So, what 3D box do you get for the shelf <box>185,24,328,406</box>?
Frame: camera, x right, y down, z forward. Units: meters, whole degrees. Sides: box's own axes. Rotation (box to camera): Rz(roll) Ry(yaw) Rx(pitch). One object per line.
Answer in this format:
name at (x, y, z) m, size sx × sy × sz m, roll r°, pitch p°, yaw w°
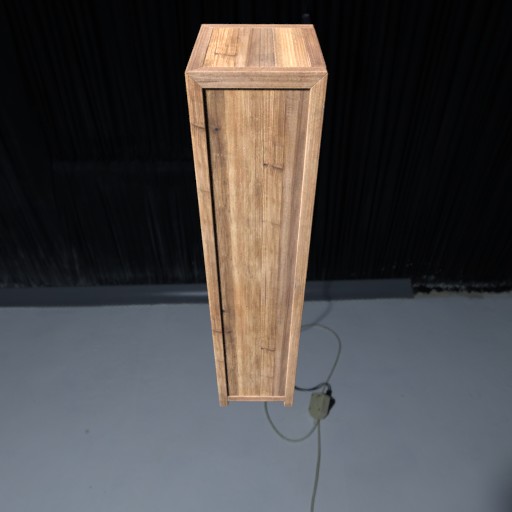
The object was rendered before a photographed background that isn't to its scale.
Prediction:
shelf at (0.000, 0.000, 2.121) m, size 0.428 × 1.900 × 0.500 m, roll 0°, pitch 42°, yaw 0°
